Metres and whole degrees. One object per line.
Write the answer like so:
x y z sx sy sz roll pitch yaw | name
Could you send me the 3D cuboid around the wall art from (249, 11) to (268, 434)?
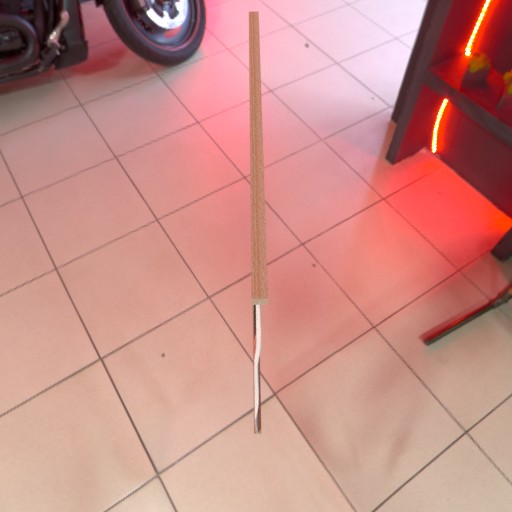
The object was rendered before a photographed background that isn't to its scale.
0.000 0.000 0.662 0.013 0.508 0.406 -1 57 0 | wall art
